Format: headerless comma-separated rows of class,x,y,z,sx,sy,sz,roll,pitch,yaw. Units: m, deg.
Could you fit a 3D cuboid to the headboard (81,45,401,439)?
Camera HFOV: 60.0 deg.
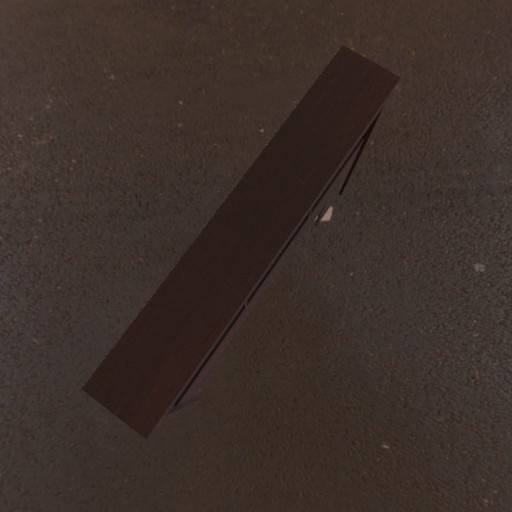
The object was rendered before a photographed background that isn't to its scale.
headboard,0.000,0.000,2.178,0.279,1.092,1.671,34,78,8
